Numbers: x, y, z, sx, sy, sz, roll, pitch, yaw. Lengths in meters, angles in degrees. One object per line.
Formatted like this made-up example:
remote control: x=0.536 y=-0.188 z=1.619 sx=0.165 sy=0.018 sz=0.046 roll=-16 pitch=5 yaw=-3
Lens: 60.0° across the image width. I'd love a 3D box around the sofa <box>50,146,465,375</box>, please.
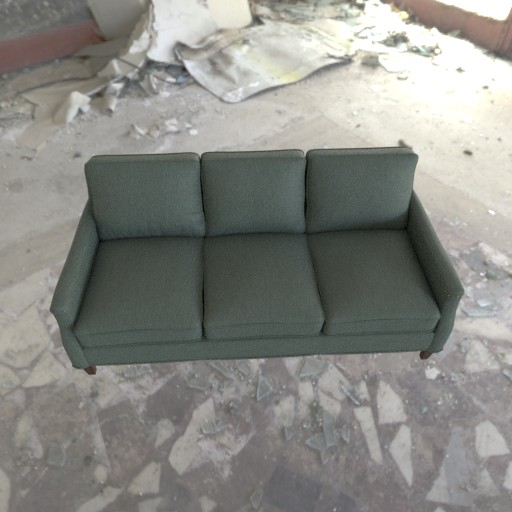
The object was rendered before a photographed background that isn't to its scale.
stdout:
sofa: x=0.000 y=0.000 z=2.777 sx=2.246 sy=1.003 sz=1.084 roll=-2 pitch=46 yaw=-2
